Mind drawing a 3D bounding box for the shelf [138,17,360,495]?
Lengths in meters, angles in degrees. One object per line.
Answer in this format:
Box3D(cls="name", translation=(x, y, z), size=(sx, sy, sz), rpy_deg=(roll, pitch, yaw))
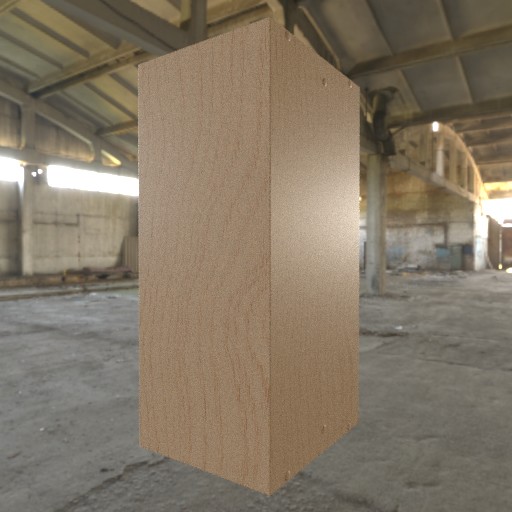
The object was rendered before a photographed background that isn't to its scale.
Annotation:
Box3D(cls="shelf", translation=(0.000, 0.000, 0.744), size=(0.250, 0.600, 0.290), rpy_deg=(0, 1, 35))
